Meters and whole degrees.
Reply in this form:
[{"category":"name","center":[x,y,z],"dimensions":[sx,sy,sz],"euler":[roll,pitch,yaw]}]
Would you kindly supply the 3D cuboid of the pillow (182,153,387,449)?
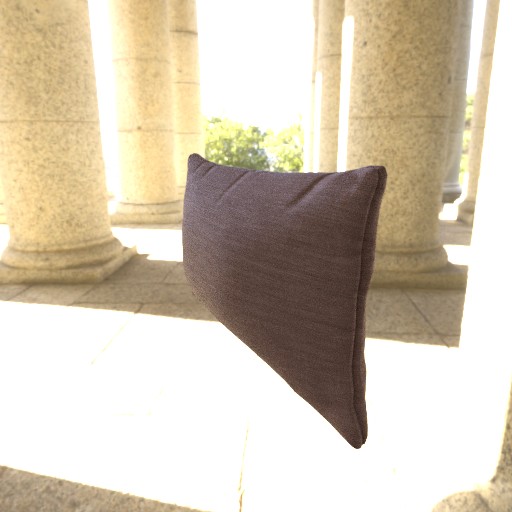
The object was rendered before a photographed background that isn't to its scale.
[{"category":"pillow","center":[0.000,0.000,0.773],"dimensions":[0.210,0.338,0.633],"euler":[-7,16,-25]}]
